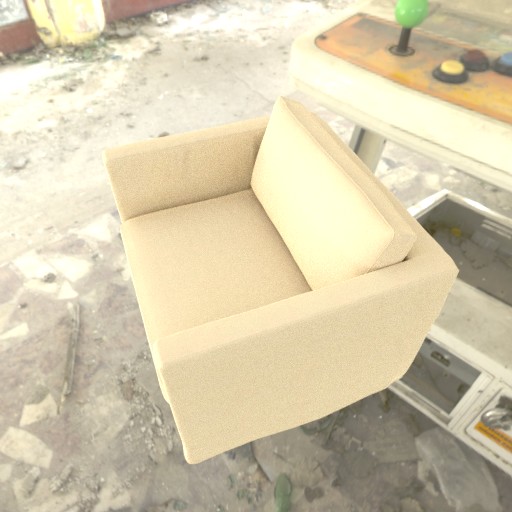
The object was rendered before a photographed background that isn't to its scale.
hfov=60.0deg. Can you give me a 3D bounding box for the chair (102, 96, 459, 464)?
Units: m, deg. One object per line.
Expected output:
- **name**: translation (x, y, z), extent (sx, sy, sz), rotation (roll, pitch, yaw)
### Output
- **chair**: translation (0.000, 0.000, 1.731), extent (0.947, 0.851, 1.057), rotation (-16, 49, -14)
